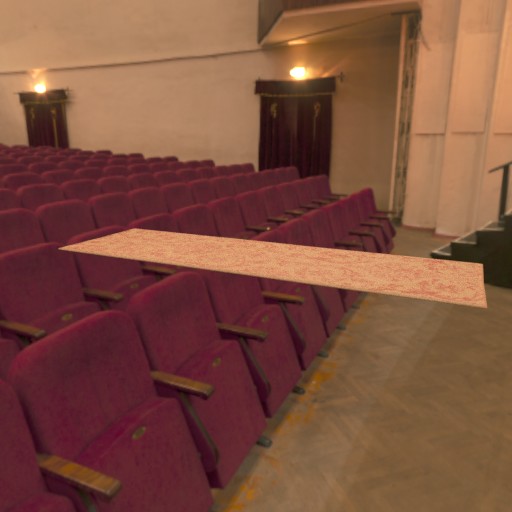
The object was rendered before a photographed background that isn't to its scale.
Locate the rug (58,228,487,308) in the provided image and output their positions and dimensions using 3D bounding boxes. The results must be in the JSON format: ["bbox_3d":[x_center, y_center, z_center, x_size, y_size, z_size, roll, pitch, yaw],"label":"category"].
[{"bbox_3d":[0.000,0.000,2.378,2.196,0.011,0.662,7,16,24],"label":"rug"}]
